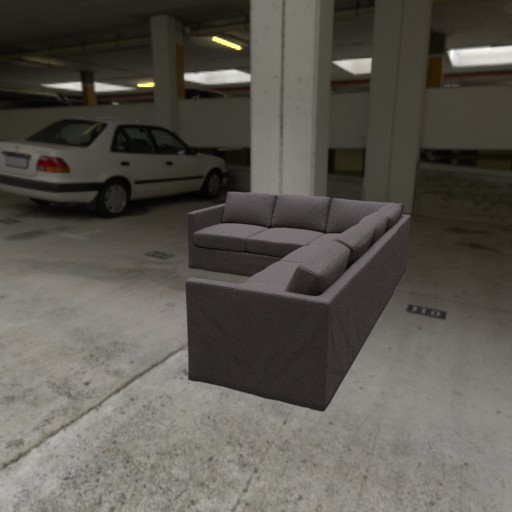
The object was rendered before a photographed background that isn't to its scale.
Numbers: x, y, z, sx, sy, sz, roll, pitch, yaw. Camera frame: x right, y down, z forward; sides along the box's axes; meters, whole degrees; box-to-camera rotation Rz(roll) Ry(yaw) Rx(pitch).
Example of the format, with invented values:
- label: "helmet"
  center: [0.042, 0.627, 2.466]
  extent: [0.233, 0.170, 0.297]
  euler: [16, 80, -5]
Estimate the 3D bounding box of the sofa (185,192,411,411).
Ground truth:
- label: "sofa"
  center: [0.000, 0.000, 4.287]
  extent: [2.432, 0.871, 3.182]
  euler: [7, 16, 25]
